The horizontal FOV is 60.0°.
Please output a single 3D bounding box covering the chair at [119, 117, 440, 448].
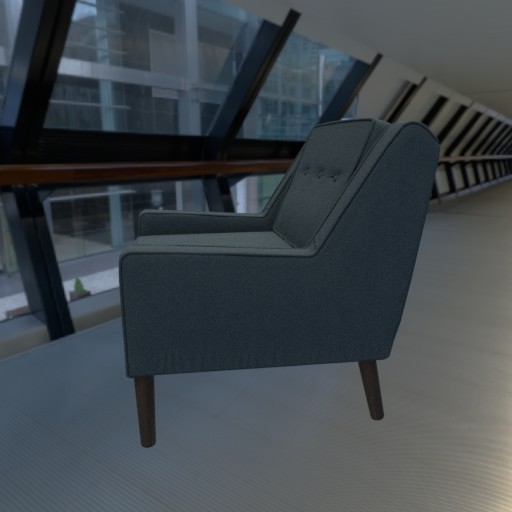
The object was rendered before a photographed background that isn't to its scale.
[{"bbox_3d":[0.000,0.000,1.322,0.733,0.780,0.663,-3,14,-10],"label":"chair"}]
